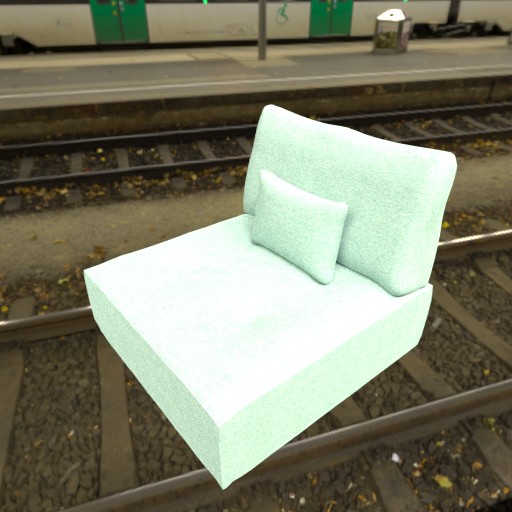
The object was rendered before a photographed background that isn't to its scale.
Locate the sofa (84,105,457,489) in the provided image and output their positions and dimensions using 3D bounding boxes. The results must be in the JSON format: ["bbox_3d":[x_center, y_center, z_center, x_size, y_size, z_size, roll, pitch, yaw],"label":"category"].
[{"bbox_3d":[0.000,0.000,1.649,1.000,0.820,0.930,-23,38,-33],"label":"sofa"}]
